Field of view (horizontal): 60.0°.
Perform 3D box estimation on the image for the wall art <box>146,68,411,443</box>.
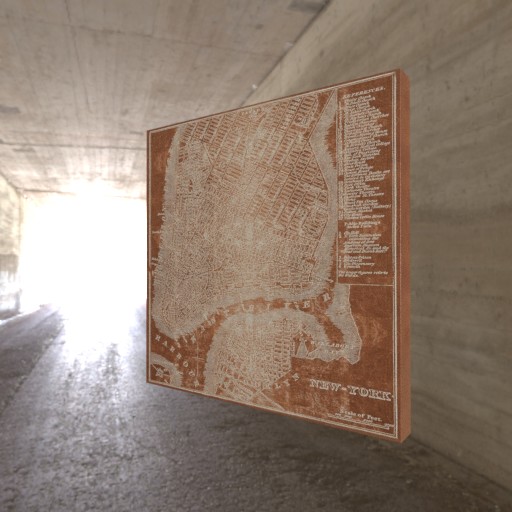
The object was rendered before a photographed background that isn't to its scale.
[{"bbox_3d":[0.000,0.000,0.604,0.403,0.403,0.035,0,0,35],"label":"wall art"}]
